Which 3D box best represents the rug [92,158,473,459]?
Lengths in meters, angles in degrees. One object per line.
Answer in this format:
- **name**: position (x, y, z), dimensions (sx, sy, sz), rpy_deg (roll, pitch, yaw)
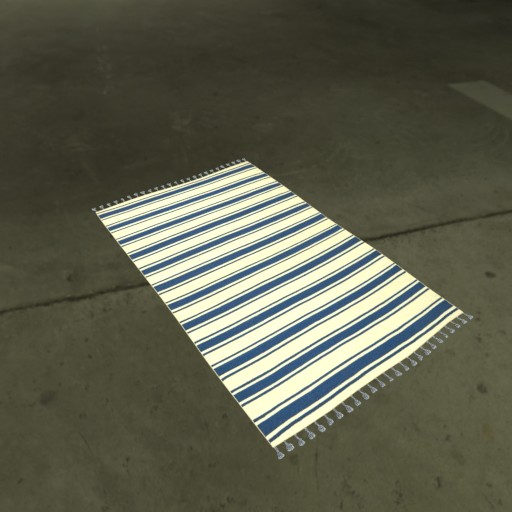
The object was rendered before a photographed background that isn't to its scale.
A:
- **rug**: position (0.000, 0.000, 2.619), dimensions (1.248, 0.009, 2.108), rpy_deg (-24, 46, -26)
